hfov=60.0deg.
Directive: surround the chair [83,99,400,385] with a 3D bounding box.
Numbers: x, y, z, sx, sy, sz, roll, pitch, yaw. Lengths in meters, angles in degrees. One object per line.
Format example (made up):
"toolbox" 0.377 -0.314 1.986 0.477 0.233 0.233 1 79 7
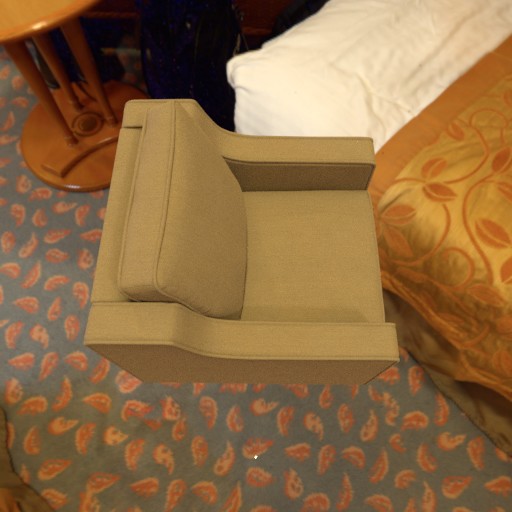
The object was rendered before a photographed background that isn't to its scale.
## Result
"chair" 0.000 0.000 1.635 0.909 0.960 0.831 1 66 0
